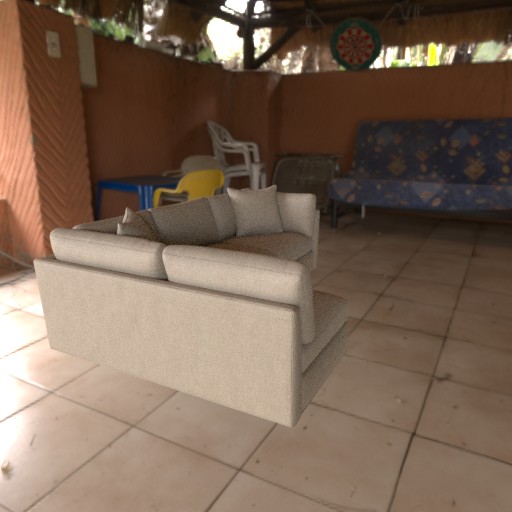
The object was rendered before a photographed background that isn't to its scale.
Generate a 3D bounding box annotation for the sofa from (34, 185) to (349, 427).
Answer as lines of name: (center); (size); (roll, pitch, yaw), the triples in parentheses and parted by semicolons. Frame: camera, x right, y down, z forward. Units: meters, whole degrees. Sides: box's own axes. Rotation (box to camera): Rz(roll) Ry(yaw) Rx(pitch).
sofa: (0.000, 0.000, 3.913); (1.994, 0.978, 2.896); (8, 18, 27)
